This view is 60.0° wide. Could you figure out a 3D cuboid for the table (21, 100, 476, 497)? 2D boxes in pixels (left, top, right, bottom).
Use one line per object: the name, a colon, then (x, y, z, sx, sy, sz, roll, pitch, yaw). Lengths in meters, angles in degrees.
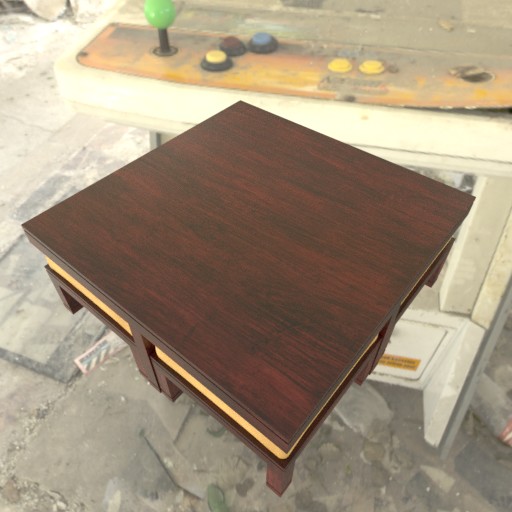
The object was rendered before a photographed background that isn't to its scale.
table: (0.000, 0.000, 1.315, 0.865, 0.356, 0.865, 31, 54, 26)
